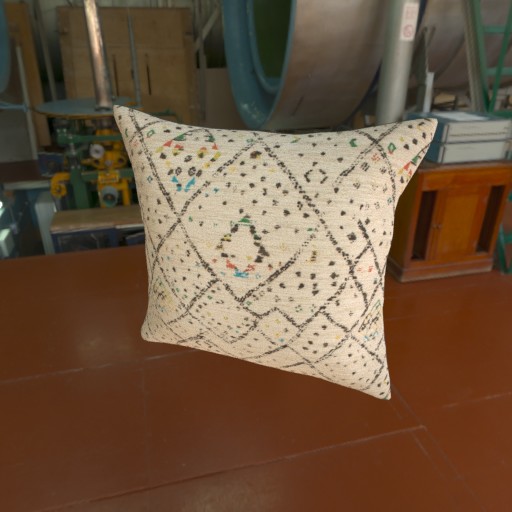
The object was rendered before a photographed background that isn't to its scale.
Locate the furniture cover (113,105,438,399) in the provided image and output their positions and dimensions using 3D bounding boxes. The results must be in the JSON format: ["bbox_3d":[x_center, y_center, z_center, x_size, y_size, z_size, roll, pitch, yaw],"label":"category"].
[{"bbox_3d":[0.000,0.000,0.782,0.525,0.498,0.180,9,28,17],"label":"furniture cover"}]
